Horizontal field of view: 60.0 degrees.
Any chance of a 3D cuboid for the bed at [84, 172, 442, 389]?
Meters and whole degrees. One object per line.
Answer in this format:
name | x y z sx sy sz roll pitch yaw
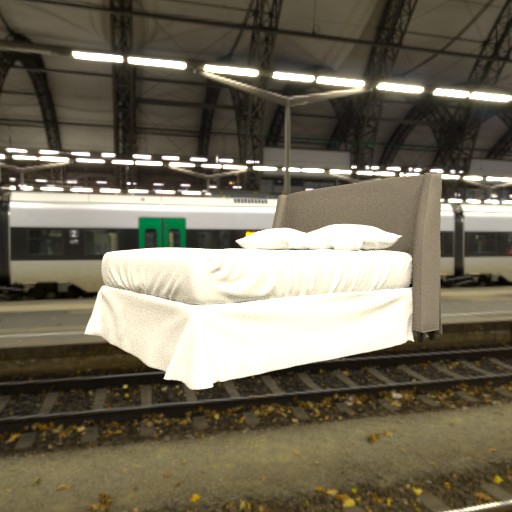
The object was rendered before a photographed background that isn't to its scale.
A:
bed | 0.000 0.000 3.605 2.276 1.332 1.925 -1 1 -36
